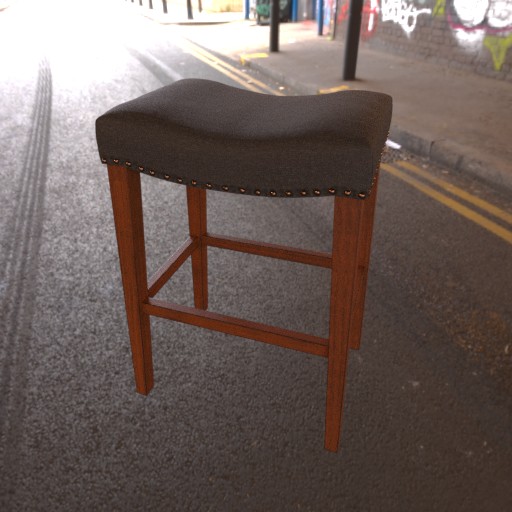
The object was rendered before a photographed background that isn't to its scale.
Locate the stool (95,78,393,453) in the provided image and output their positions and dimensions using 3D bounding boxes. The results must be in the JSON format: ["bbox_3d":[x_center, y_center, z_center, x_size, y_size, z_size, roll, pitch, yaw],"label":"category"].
[{"bbox_3d":[0.000,0.000,0.871,0.439,0.612,0.320,11,34,16],"label":"stool"}]
